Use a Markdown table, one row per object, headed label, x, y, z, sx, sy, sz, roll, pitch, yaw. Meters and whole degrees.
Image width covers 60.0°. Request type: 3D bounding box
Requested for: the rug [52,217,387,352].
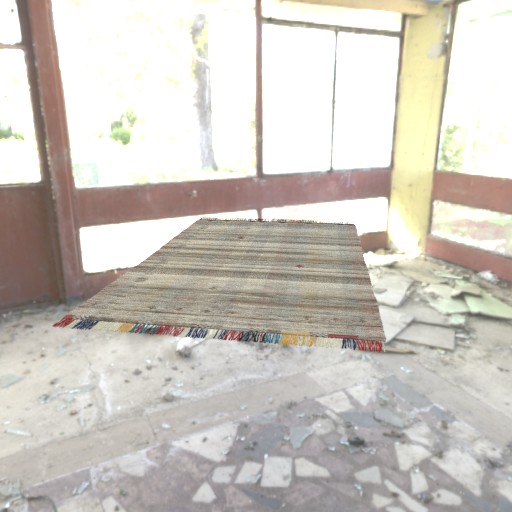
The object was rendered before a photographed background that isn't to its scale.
| label | x | y | z | sx | sy | sz | roll | pitch | yaw |
| --- | --- | --- | --- | --- | --- | --- | --- | --- | --- |
| rug | 0.000 | 0.000 | 3.008 | 1.465 | 0.012 | 2.465 | 3 | 17 | 9 |
